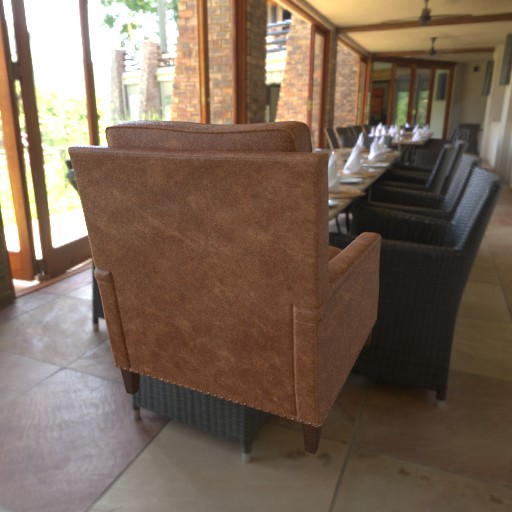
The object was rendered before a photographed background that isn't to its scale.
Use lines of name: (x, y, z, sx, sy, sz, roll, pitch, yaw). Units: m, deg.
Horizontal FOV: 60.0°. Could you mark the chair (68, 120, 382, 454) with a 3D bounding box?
chair: (0.000, 0.000, 1.804, 0.854, 1.054, 1.035, 8, 19, 25)
